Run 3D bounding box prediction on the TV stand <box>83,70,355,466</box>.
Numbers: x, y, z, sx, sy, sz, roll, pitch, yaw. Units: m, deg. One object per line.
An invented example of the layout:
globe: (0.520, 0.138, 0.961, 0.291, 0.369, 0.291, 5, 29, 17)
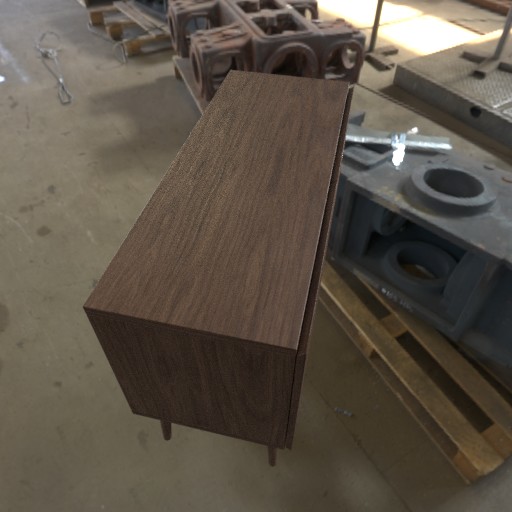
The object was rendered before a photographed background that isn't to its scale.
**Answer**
TV stand: (0.000, 0.000, 1.330, 0.405, 0.660, 0.990, 10, 47, 9)
